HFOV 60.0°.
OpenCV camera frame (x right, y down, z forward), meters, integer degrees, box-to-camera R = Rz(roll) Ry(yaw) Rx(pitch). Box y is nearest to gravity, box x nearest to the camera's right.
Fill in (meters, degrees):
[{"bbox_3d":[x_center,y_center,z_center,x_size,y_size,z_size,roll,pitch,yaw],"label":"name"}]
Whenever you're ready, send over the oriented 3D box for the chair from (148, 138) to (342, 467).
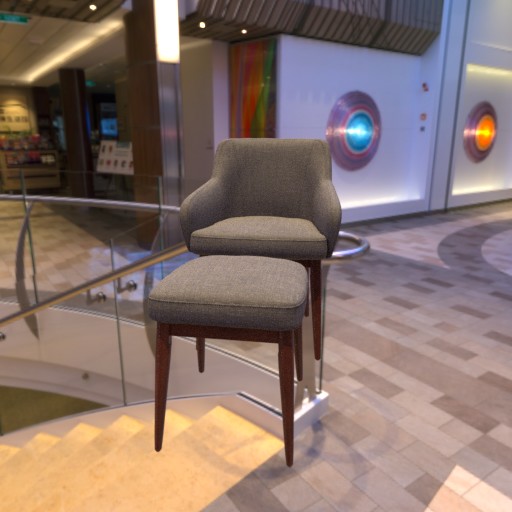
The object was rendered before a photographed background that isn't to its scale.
[{"bbox_3d":[0.000,0.000,1.564,0.584,0.799,1.107,2,15,9],"label":"chair"}]
